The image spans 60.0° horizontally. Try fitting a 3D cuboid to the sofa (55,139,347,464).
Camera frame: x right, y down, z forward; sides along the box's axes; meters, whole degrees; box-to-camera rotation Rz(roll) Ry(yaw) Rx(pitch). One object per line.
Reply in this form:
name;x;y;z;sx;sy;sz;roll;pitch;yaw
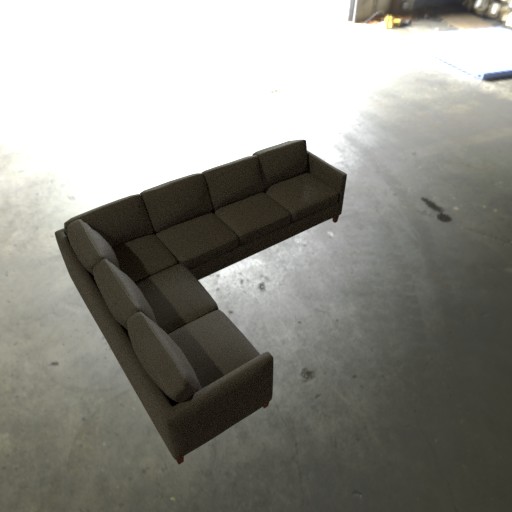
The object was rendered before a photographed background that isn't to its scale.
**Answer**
sofa;0.000;0.000;4.614;3.302;0.947;2.593;-25;47;-26
